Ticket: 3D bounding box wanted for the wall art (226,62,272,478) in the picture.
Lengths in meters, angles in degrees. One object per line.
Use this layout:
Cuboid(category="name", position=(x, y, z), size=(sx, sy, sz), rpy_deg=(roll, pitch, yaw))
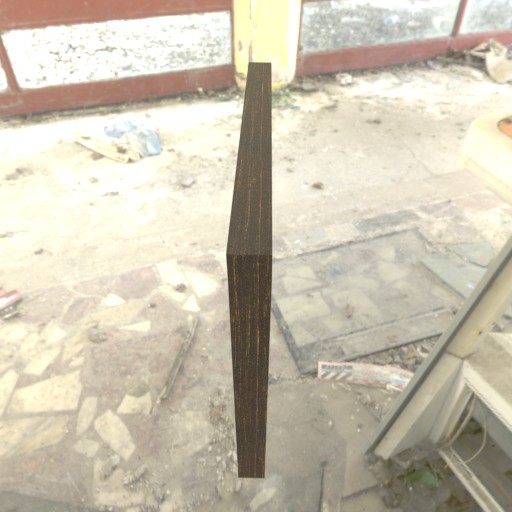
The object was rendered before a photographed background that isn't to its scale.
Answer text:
Cuboid(category="wall art", position=(0.000, 0.000, 0.534), size=(0.031, 0.330, 0.381), rpy_deg=(1, 41, 1))
